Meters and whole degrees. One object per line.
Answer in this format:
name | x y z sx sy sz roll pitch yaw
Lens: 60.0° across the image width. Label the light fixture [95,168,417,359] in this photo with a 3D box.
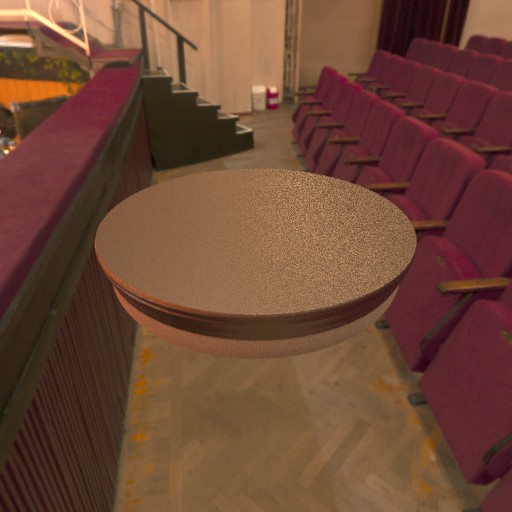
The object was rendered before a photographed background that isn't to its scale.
light fixture | 0.000 0.000 0.553 0.368 0.100 0.368 0 30 0
